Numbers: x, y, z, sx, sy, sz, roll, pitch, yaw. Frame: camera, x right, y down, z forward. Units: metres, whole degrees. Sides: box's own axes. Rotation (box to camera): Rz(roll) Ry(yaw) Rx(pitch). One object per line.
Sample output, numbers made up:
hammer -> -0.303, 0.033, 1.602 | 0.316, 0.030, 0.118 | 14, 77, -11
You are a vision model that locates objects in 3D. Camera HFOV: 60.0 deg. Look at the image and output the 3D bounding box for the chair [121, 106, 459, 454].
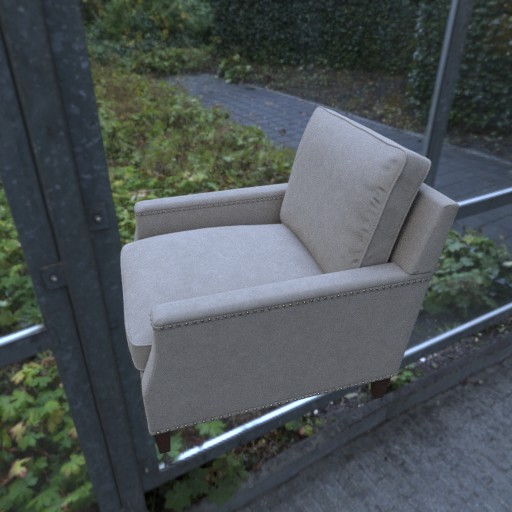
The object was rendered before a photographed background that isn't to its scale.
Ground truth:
chair -> 0.000, 0.000, 1.693 | 1.014, 0.943, 0.853 | -9, 32, -14
